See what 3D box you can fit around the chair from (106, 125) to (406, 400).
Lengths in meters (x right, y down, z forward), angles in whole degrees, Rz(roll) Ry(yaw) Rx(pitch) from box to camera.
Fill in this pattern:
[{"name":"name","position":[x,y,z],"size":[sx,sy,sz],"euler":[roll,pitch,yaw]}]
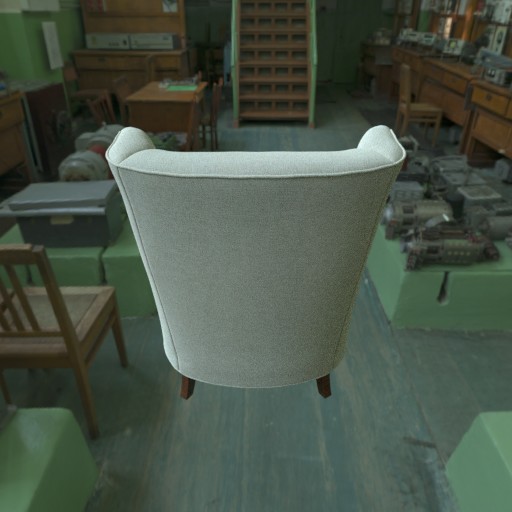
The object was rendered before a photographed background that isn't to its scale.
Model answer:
[{"name":"chair","position":[0.000,0.000,1.690],"size":[0.838,1.040,0.966],"euler":[0,30,-1]}]
